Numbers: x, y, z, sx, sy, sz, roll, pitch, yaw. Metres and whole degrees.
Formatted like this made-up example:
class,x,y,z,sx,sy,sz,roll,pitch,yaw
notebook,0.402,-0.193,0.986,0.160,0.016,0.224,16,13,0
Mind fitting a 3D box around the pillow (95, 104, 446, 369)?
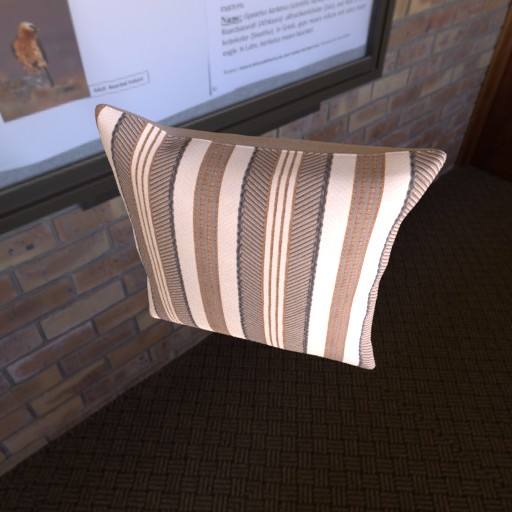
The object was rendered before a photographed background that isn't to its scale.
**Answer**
class,x,y,z,sx,sy,sz,roll,pitch,yaw
pillow,0.000,0.000,0.638,0.416,0.401,0.173,11,44,12
